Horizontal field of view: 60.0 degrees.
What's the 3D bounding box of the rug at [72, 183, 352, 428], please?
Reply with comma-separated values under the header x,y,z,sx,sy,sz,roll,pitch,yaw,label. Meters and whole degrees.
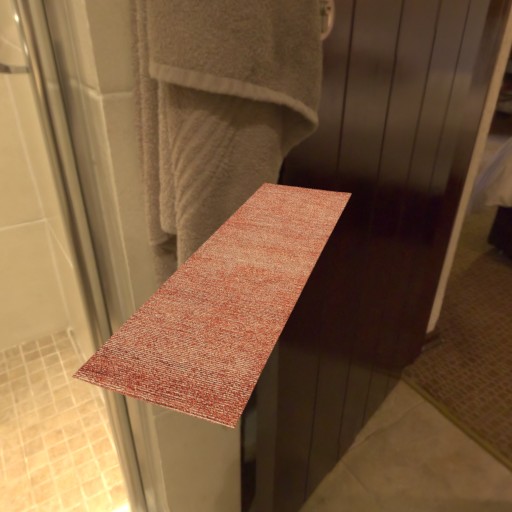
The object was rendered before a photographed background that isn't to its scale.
x,y,z,sx,sy,sz,roll,pitch,yaw,label
0.000,0.000,2.635,0.718,0.013,2.353,11,32,18,rug
